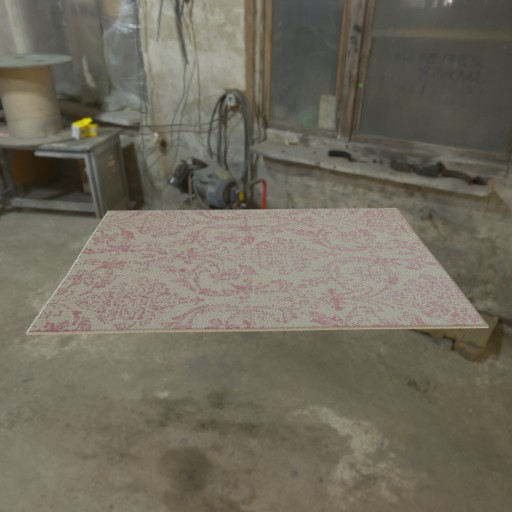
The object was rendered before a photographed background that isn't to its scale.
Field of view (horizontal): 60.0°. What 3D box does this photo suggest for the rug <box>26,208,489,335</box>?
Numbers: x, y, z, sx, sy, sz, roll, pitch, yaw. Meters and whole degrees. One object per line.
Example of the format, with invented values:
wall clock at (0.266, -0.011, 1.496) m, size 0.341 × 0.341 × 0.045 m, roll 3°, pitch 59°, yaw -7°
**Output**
rug at (0.000, 0.000, 2.289) m, size 1.839 × 0.012 × 1.219 m, roll -1°, pitch 29°, yaw -1°
